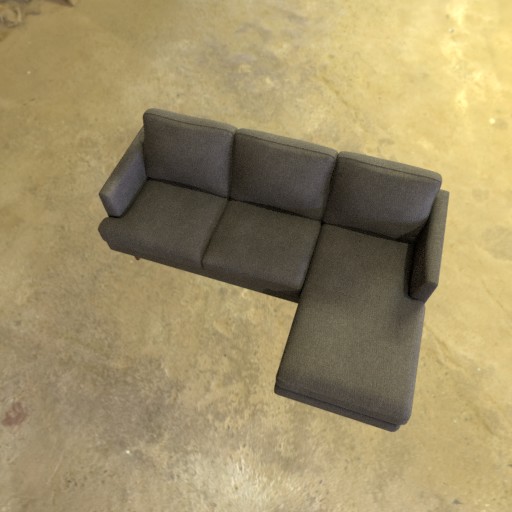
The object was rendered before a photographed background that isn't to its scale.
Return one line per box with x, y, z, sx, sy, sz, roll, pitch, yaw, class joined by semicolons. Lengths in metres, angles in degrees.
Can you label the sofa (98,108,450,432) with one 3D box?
0.000;0.000;2.927;2.233;0.956;1.504;15;59;9;sofa
